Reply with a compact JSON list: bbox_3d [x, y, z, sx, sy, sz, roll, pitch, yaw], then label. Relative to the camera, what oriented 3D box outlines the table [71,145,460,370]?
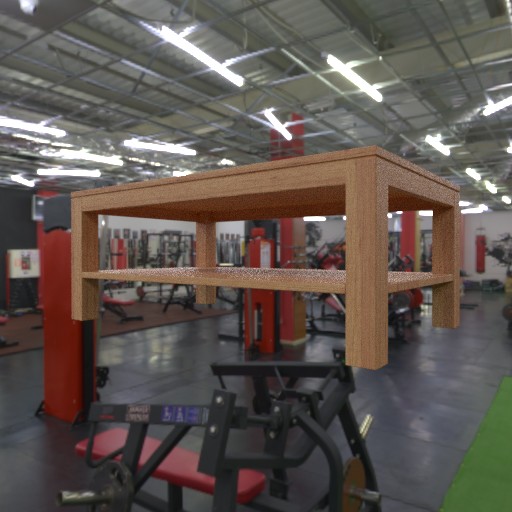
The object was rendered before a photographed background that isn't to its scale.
[{"bbox_3d":[0.000,0.000,1.522,1.146,0.457,0.695,0,1,38],"label":"table"}]
